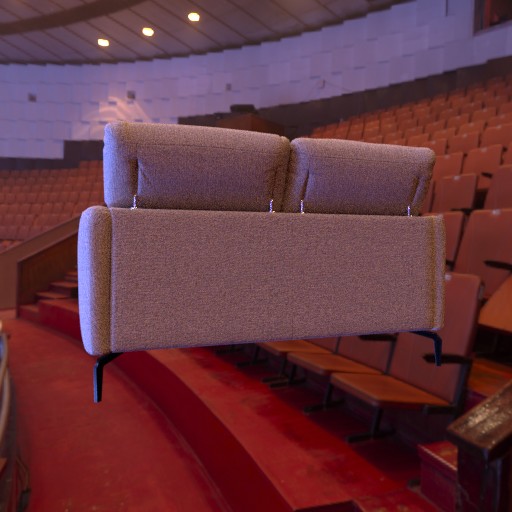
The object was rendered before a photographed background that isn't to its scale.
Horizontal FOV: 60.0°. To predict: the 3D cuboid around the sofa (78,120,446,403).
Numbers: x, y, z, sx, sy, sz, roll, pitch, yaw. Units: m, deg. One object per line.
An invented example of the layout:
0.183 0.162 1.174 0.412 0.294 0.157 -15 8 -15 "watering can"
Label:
0.000 0.000 2.084 1.540 0.950 0.905 0 1 -19 "sofa"
